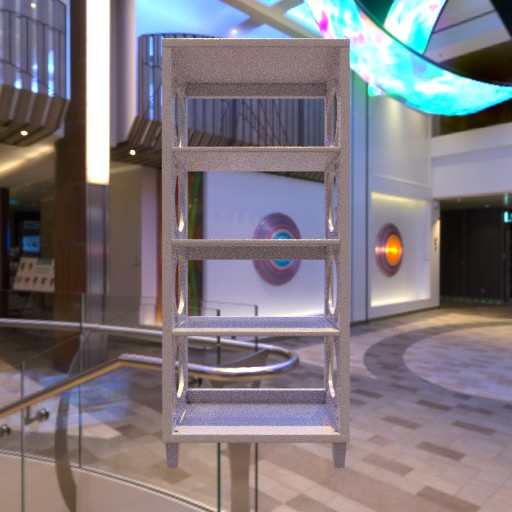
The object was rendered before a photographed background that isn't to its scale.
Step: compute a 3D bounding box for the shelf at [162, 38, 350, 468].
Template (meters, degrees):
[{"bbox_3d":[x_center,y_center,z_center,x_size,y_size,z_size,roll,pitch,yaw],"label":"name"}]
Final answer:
[{"bbox_3d":[0.000,0.000,1.608,0.611,1.411,0.340,0,0,0],"label":"shelf"}]
